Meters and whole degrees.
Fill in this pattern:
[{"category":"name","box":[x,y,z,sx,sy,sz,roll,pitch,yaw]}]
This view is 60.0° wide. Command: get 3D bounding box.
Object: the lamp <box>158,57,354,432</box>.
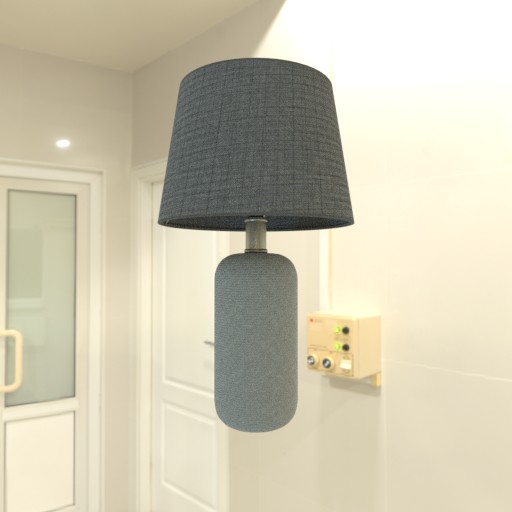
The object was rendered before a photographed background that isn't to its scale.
[{"category":"lamp","box":[0.000,0.000,0.578,0.251,0.429,0.251,0,-1,0]}]
